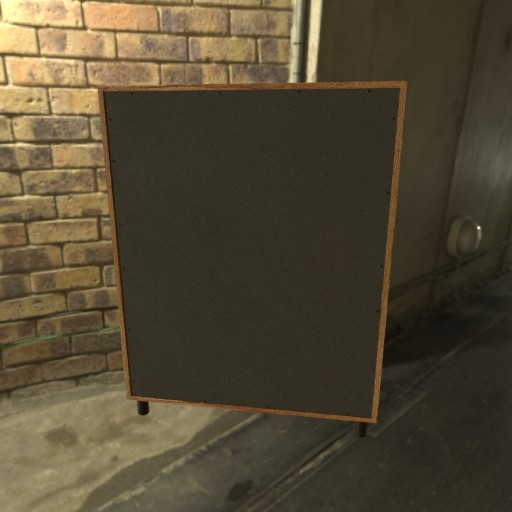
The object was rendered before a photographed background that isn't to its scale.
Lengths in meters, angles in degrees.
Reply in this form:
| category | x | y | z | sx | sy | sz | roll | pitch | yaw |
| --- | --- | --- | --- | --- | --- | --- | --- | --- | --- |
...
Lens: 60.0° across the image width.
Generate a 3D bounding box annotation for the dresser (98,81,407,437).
| category | x | y | z | sx | sy | sz | roll | pitch | yaw |
| --- | --- | --- | --- | --- | --- | --- | --- | --- | --- |
| dresser | 0.000 | 0.000 | 1.763 | 0.966 | 1.243 | 0.480 | 2 | 17 | 8 |
